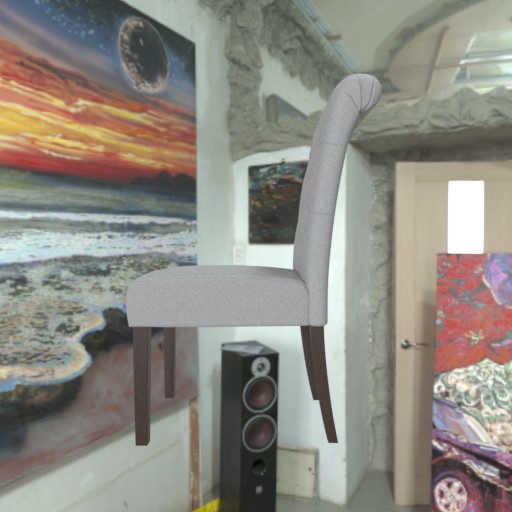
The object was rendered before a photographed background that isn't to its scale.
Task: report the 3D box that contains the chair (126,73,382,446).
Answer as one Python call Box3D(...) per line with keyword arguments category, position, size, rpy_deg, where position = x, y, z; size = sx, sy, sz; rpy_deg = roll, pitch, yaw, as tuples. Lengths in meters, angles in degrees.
Box3D(category="chair", position=(0.000, 0.000, 1.371), size=(0.671, 1.006, 0.456), rpy_deg=(0, 1, 0))
